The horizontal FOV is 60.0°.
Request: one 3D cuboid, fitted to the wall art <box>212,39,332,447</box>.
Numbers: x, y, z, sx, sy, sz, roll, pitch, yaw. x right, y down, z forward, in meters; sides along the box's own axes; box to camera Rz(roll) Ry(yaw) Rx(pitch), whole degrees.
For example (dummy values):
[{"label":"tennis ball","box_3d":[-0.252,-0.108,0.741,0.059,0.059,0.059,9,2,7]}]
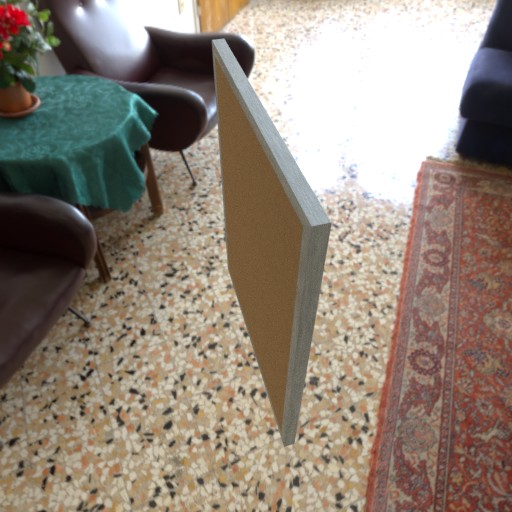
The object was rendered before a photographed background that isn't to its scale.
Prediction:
[{"label":"wall art","box_3d":[0.000,0.000,0.805,0.022,0.582,0.479,-12,48,-11]}]
